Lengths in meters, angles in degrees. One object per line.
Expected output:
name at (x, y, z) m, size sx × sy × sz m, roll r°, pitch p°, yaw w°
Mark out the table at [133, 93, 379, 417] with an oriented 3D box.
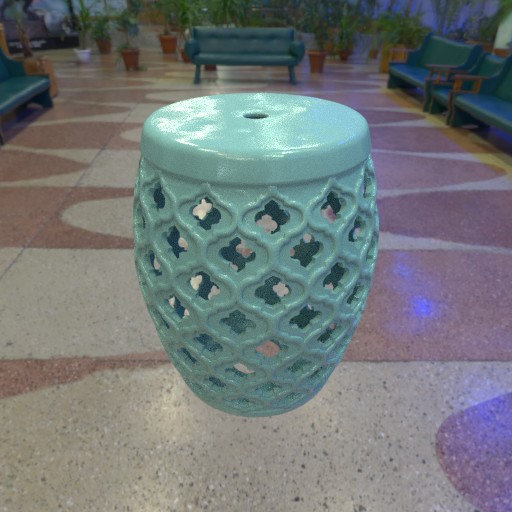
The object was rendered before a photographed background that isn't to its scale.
table at (0.000, 0.000, 0.621) m, size 0.325 × 0.388 × 0.325 m, roll 0°, pitch 32°, yaw 0°
